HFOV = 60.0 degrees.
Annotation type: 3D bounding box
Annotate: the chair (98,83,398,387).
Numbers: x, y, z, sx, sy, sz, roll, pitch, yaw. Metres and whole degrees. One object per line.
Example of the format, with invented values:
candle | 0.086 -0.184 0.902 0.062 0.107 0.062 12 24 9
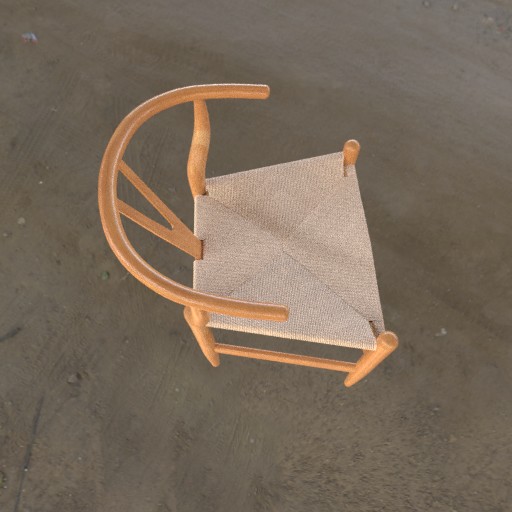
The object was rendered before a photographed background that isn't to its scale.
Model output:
chair | 0.000 0.000 1.138 0.579 0.730 0.569 -3 63 -1
